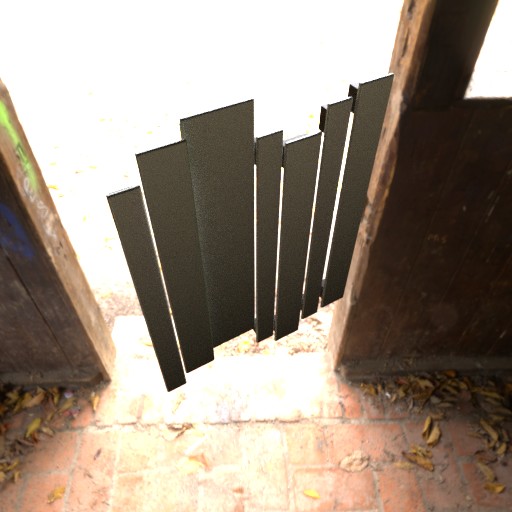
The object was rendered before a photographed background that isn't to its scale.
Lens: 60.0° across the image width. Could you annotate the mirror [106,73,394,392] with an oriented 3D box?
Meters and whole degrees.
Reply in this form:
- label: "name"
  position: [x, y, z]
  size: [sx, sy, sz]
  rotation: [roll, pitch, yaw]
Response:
- label: "mirror"
  position: [0.000, 0.000, 0.810]
  size: [0.445, 0.611, 0.058]
  rotation: [-23, 51, -20]
